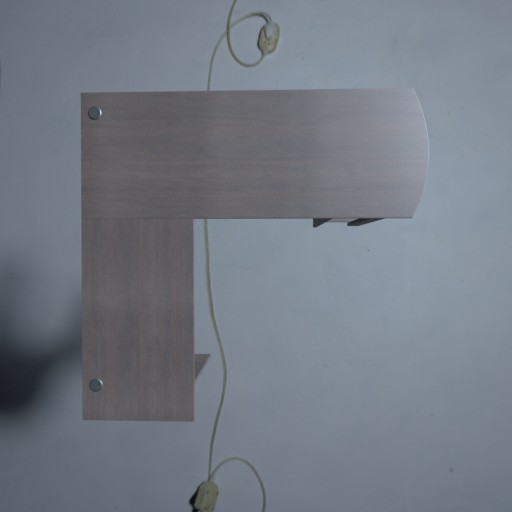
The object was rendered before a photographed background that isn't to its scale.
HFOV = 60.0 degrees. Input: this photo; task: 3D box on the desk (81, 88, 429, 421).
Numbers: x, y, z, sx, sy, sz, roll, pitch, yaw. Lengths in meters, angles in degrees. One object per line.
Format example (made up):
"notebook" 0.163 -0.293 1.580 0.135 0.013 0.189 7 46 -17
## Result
"desk" 0.000 0.000 2.092 1.361 0.716 1.303 0 91 2
